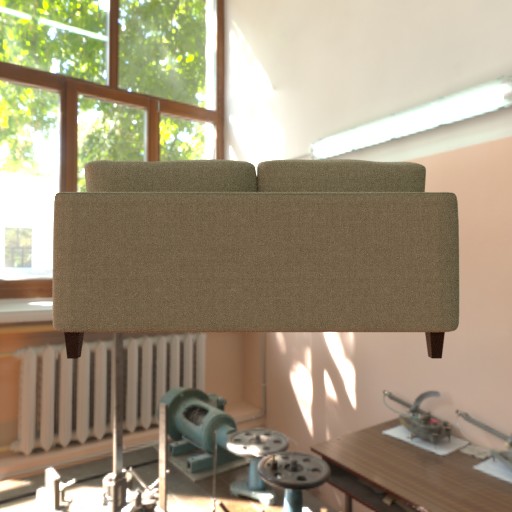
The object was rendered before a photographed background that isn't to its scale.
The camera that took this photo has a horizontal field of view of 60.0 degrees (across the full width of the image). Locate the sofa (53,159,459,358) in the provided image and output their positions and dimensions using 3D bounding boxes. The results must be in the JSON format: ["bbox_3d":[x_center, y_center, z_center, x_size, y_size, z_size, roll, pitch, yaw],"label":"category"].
[{"bbox_3d":[0.000,0.000,2.481,1.884,0.963,0.950,0,-1,0],"label":"sofa"}]
